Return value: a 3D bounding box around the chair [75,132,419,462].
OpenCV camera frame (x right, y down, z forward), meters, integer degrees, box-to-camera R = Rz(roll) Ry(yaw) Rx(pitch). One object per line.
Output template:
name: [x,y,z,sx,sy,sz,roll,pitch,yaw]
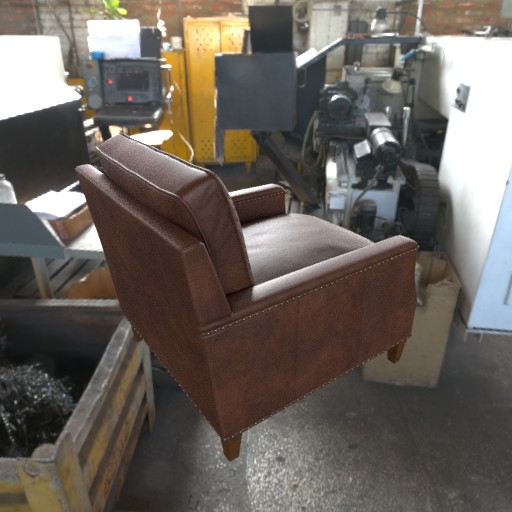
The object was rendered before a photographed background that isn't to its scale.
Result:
chair: [0.000,0.000,1.710,1.014,0.929,0.853,-18,32,-31]
